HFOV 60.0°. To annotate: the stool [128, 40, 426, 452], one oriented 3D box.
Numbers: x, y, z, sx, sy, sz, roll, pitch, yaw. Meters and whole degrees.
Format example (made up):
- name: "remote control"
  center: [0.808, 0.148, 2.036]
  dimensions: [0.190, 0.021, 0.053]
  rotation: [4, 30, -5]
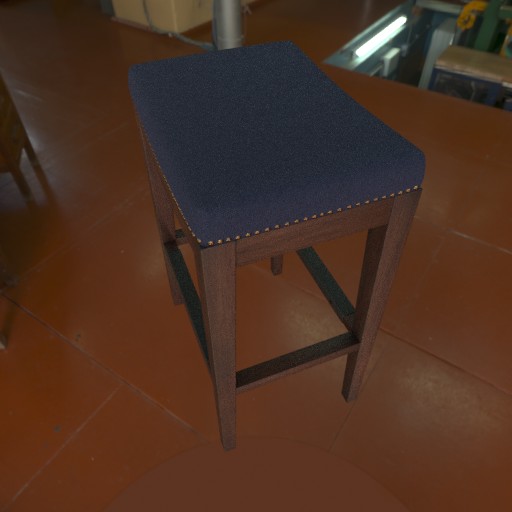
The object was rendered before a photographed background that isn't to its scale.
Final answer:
- name: "stool"
  center: [0.000, 0.000, 0.994]
  dimensions: [0.358, 0.740, 0.498]
  rotation: [-16, 48, -15]
